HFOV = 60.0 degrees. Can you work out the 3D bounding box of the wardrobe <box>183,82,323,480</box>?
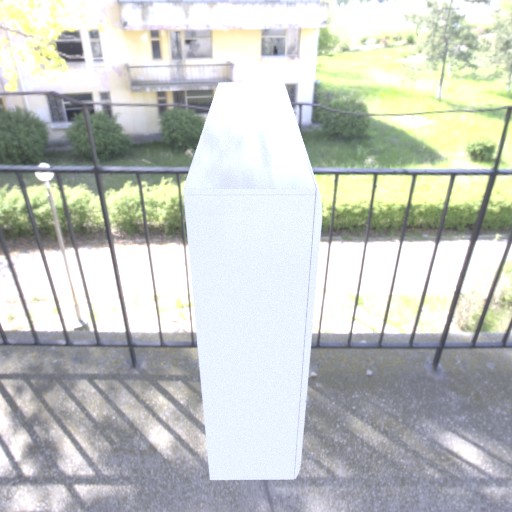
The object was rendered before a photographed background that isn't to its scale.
[{"bbox_3d":[0.000,0.000,1.947,0.360,1.200,1.340,0,32,0],"label":"wardrobe"}]
